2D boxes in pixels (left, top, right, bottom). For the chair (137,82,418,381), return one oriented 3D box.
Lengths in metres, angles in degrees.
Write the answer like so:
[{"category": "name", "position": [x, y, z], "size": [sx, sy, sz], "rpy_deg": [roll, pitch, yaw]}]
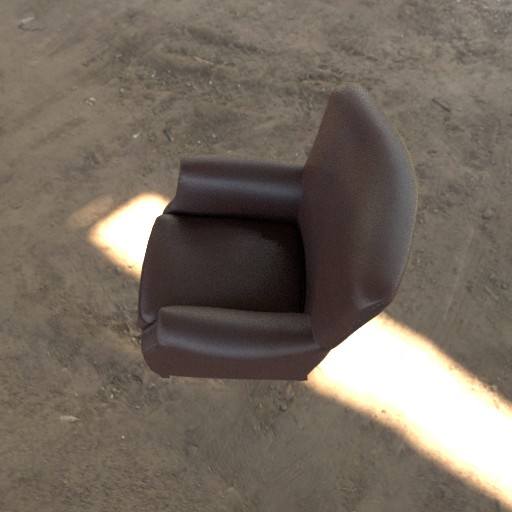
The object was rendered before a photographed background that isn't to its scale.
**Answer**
[{"category": "chair", "position": [0.000, 0.000, 1.362], "size": [0.746, 0.800, 0.700], "rpy_deg": [1, 58, 1]}]
